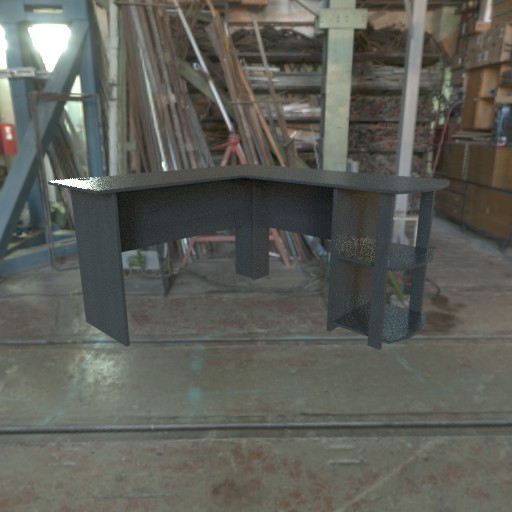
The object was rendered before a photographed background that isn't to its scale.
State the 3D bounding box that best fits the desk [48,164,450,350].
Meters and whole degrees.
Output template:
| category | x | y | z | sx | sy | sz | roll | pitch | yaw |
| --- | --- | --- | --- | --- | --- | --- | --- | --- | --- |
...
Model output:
| category | x | y | z | sx | sy | sz | roll | pitch | yaw |
| --- | --- | --- | --- | --- | --- | --- | --- | --- | --- |
| desk | 0.000 | 0.000 | 2.114 | 1.361 | 0.716 | 1.303 | 15 | 22 | 41 |
